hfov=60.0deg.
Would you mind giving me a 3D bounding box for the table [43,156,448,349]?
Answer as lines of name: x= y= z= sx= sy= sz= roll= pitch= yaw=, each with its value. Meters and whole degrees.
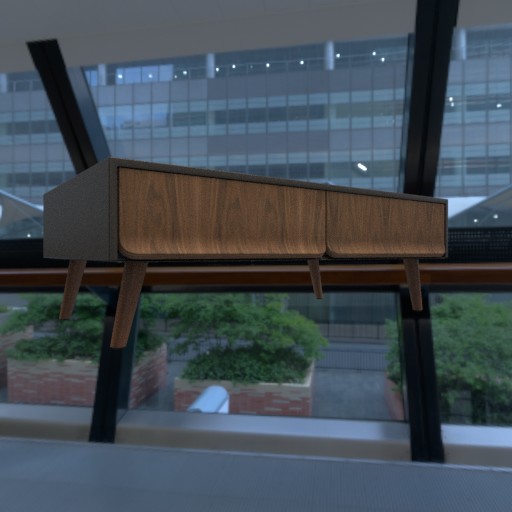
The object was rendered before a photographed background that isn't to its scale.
table: x=0.000 y=0.000 z=1.507 sx=1.201 sy=0.404 sz=0.703 roll=0 pitch=0 yaw=-35
